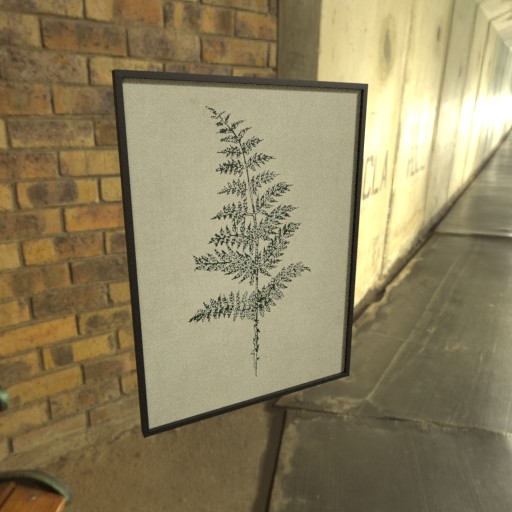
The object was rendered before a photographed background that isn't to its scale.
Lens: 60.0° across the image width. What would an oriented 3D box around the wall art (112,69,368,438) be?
[{"bbox_3d":[0.000,0.000,1.428,0.802,1.070,0.036,-8,18,-26],"label":"wall art"}]
